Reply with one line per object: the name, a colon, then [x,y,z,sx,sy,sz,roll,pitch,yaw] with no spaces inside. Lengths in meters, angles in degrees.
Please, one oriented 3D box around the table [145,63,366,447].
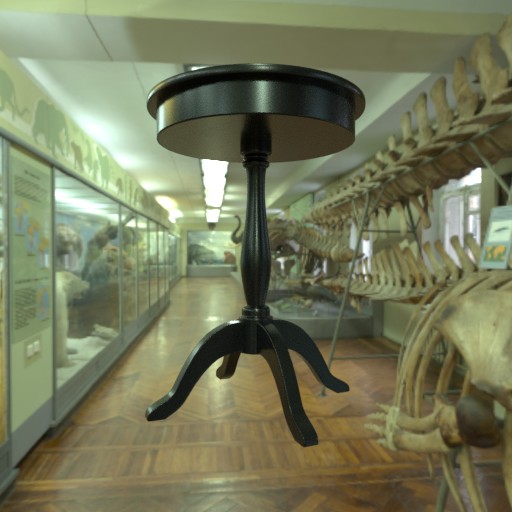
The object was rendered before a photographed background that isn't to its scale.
table: [0.000,0.000,0.997,0.481,0.665,0.481,0,1,0]
